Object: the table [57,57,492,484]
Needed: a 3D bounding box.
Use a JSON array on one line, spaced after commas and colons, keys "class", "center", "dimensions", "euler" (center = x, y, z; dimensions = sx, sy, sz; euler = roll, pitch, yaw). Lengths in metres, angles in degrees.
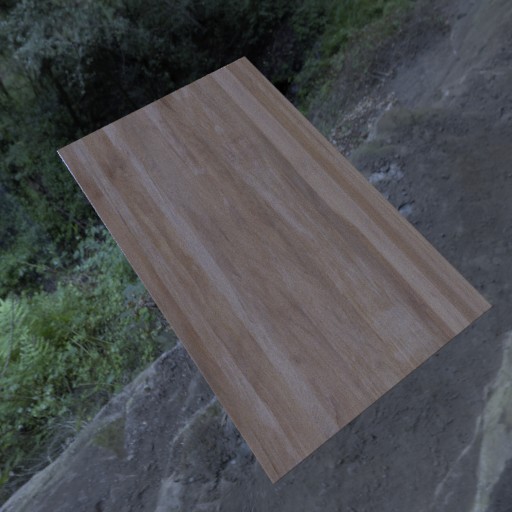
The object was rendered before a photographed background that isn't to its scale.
[{"class": "table", "center": [0.000, 0.000, 1.429], "dimensions": [0.692, 0.441, 1.100], "euler": [-33, 69, -15]}]
